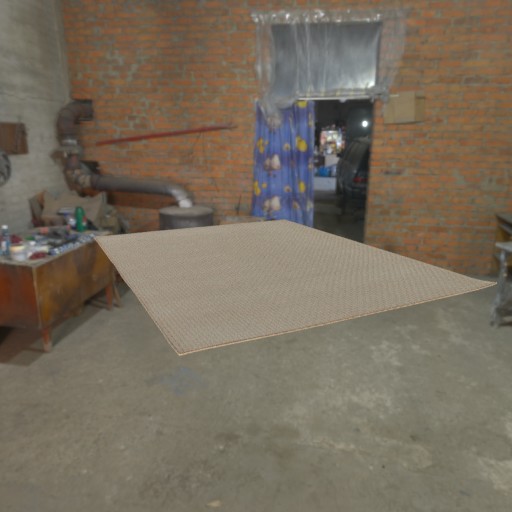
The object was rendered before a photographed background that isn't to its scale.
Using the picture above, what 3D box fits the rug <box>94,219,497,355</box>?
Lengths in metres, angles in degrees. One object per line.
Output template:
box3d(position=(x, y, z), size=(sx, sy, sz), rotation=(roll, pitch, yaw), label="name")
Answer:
box3d(position=(0.000, 0.000, 3.808), size=(2.277, 0.035, 2.897), rotation=(-7, 17, -26), label="rug")
